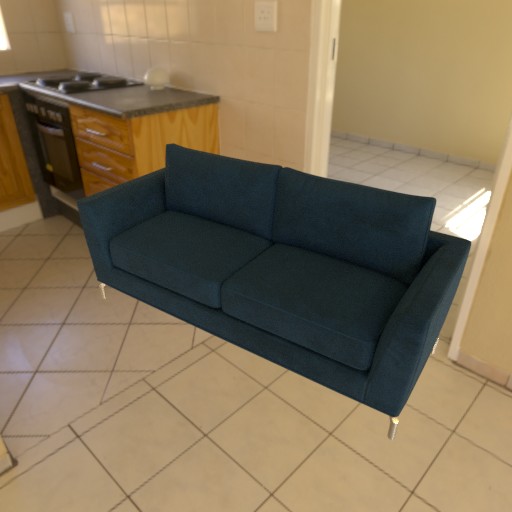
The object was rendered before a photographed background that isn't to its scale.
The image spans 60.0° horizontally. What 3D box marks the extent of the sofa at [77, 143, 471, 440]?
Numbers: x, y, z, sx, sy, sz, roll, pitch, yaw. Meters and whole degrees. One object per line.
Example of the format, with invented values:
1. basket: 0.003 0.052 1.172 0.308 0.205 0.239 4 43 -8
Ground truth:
1. sofa: 0.000 0.000 2.701 2.212 0.998 0.853 18 35 29
